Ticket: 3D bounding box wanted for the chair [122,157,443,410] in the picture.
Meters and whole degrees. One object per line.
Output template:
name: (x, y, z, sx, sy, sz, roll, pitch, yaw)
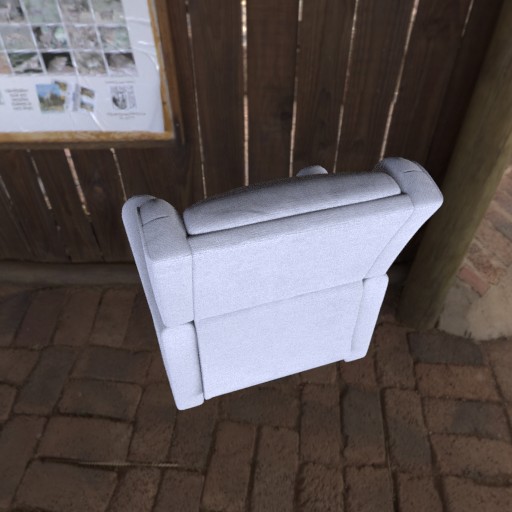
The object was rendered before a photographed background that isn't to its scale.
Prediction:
chair: (0.000, 0.000, 1.674, 0.906, 0.966, 0.854, -12, 43, -14)
